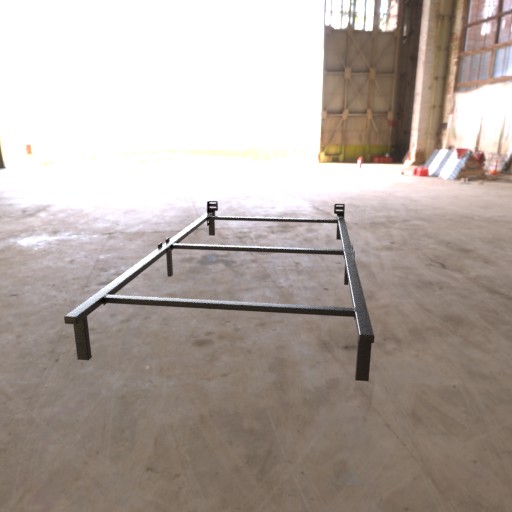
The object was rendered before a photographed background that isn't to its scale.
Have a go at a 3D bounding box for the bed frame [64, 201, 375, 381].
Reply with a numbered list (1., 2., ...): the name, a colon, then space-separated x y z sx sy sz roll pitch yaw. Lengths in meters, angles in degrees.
1. bed frame: 0.000 0.000 2.249 0.968 0.248 1.897 2 16 8
